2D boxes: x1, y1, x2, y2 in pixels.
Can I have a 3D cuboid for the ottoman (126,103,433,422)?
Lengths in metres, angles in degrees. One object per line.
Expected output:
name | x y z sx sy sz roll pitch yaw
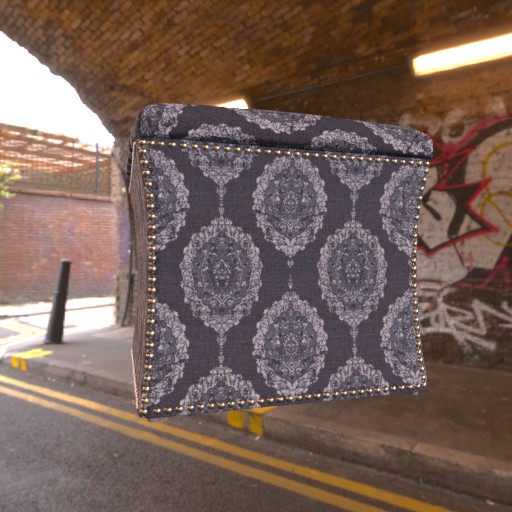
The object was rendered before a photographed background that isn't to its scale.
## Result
ottoman | 0.000 0.000 0.902 0.507 0.475 0.497 0 -1 -17
